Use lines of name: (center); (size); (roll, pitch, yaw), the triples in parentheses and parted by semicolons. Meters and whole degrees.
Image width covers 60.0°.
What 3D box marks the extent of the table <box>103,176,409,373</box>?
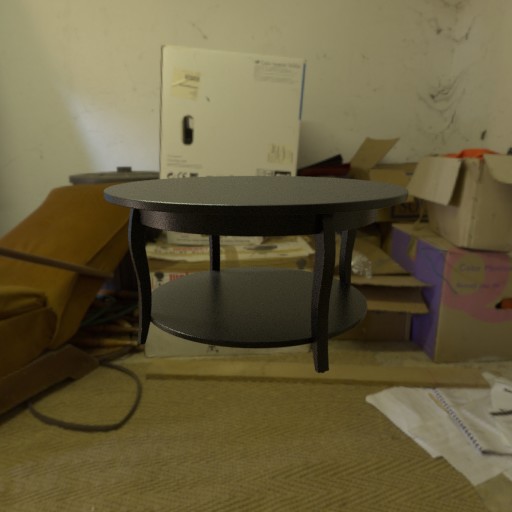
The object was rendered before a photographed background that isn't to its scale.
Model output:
table: (0.000, 0.000, 1.456); (0.914, 0.457, 0.914); (0, 14, 0)
